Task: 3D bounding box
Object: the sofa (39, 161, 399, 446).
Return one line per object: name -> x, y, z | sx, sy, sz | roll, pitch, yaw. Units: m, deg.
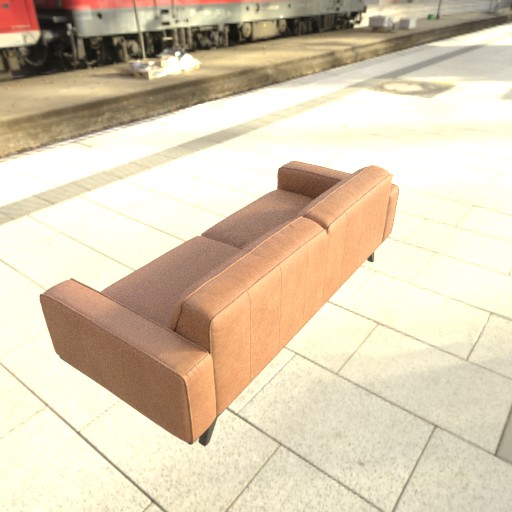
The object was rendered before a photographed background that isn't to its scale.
sofa -> 0.000, 0.000, 2.719 | 0.953, 0.780, 2.270 | 21, 37, 30
